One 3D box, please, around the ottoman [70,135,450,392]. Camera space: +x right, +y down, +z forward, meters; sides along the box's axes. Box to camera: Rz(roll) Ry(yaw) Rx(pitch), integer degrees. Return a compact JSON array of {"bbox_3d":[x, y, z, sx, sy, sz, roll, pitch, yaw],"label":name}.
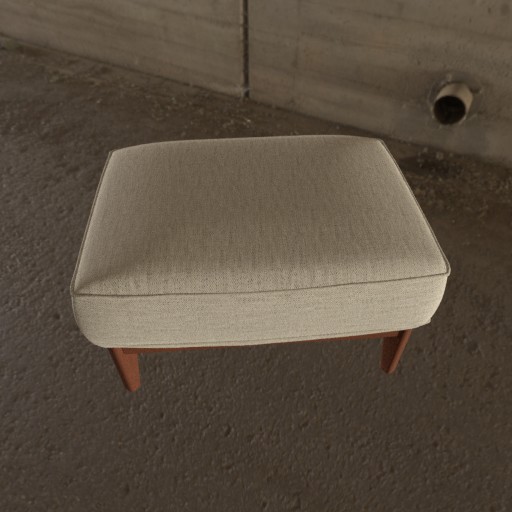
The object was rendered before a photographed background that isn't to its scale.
[{"bbox_3d":[0.000,0.000,1.187,0.794,0.465,0.594,-3,46,-3],"label":"ottoman"}]
